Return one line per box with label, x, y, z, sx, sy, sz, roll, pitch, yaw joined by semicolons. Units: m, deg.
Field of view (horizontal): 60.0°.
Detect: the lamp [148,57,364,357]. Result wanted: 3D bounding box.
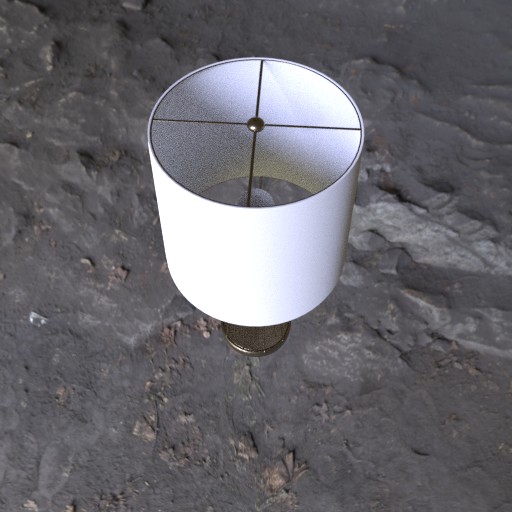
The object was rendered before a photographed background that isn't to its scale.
lamp;0.000;0.000;0.790;0.303;0.618;0.303;0;58;0
